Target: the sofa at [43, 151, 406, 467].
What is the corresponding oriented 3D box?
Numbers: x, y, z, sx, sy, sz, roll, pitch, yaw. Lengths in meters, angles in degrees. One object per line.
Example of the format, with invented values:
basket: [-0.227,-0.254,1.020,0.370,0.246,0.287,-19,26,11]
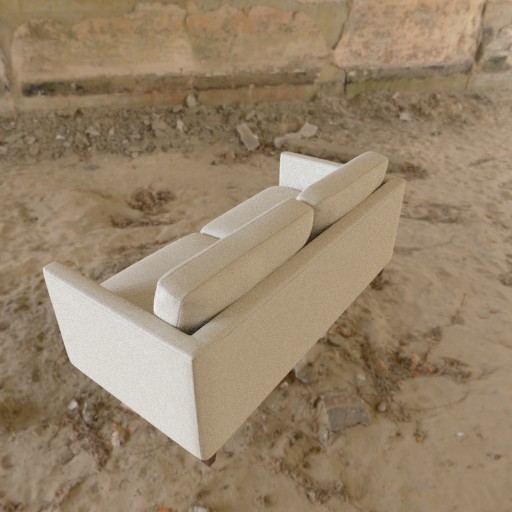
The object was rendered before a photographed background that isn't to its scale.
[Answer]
sofa: [0.000,0.000,2.519,0.965,0.889,1.981,22,38,30]
